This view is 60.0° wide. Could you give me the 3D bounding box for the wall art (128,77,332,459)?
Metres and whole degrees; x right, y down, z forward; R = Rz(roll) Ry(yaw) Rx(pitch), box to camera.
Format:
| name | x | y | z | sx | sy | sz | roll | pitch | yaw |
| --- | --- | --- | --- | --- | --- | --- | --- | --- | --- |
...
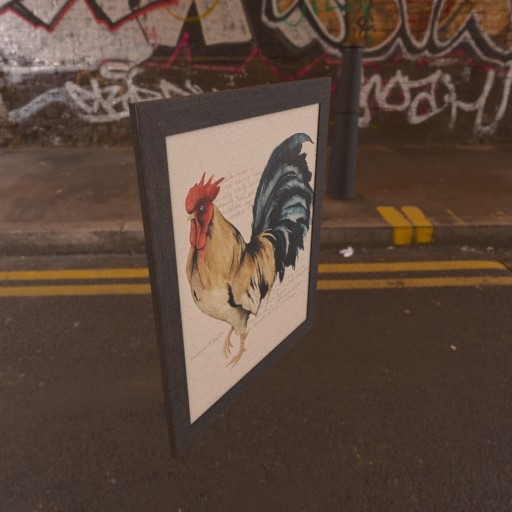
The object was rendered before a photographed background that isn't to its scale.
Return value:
| name | x | y | z | sx | sy | sz | roll | pitch | yaw |
| --- | --- | --- | --- | --- | --- | --- | --- | --- | --- |
| wall art | 0.000 | 0.000 | 0.797 | 0.013 | 0.570 | 0.476 | 18 | 31 | 32 |
